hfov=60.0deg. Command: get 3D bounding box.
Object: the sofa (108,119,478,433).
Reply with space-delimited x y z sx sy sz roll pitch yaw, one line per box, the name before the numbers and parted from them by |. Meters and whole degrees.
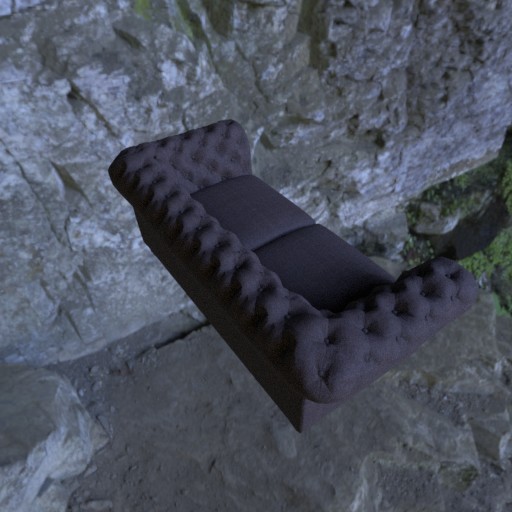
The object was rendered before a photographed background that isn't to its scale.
sofa | 0.000 0.000 2.504 0.944 0.780 2.048 -25 47 -26
